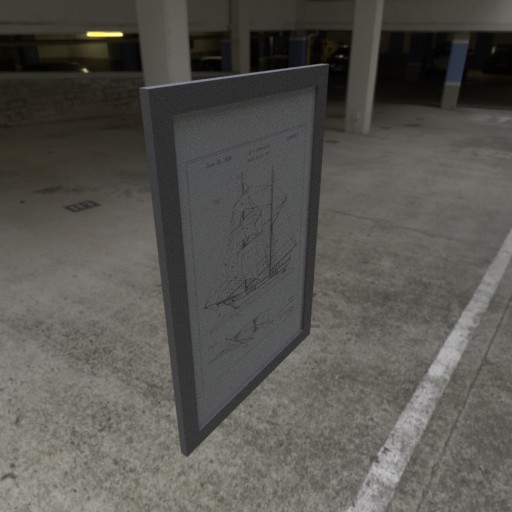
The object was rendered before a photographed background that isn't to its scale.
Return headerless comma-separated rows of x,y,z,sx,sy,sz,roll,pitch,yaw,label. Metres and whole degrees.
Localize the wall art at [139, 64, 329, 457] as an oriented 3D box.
0.000,0.000,0.697,0.013,0.534,0.380,18,33,31,wall art
